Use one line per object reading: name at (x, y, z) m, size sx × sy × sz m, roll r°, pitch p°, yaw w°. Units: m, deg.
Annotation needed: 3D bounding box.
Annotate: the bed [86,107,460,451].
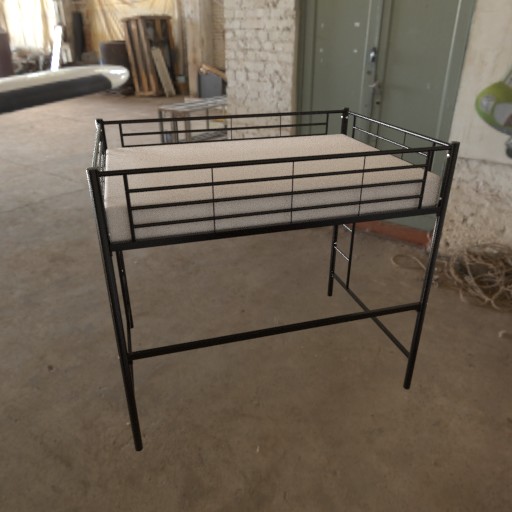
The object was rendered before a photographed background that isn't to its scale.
bed at (0.000, 0.000, 3.221) m, size 1.994 × 1.803 × 1.397 m, roll -7°, pitch 28°, yaw -14°
